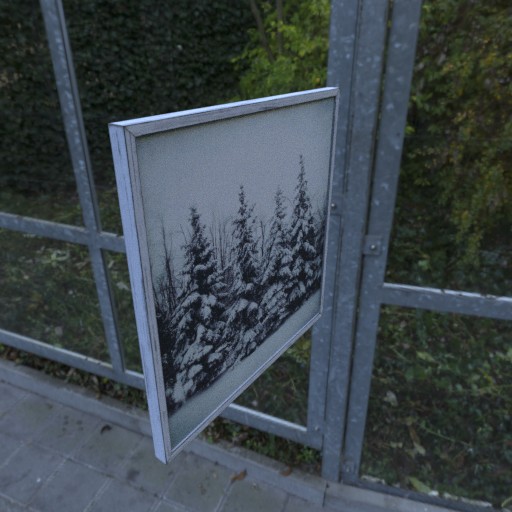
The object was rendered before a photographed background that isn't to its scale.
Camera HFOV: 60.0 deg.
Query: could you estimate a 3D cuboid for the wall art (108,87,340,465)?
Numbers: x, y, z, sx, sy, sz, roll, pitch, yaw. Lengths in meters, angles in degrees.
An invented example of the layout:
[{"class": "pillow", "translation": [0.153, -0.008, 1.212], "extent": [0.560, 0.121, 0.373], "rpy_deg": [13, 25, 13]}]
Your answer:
[{"class": "wall art", "translation": [0.000, 0.000, 1.143], "extent": [0.037, 0.761, 0.761], "rpy_deg": [17, 31, 32]}]
